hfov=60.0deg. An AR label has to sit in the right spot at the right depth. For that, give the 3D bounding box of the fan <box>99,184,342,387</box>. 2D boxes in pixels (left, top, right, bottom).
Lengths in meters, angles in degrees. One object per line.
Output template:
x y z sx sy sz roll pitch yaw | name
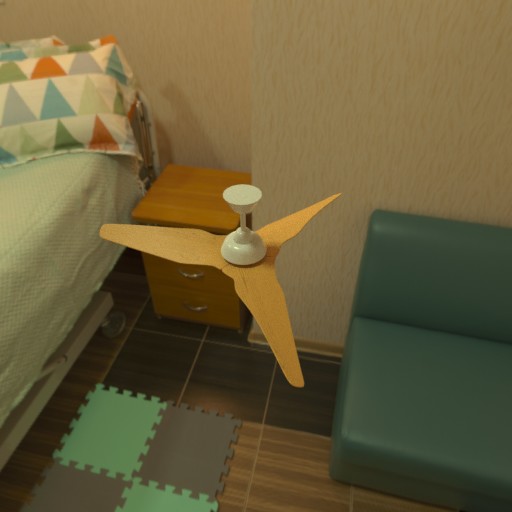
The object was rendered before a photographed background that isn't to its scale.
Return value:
0.000 0.000 1.639 1.142 0.355 1.010 -11 41 -13 | fan
